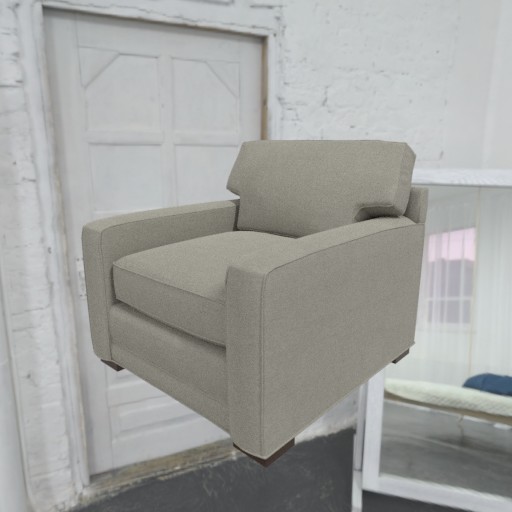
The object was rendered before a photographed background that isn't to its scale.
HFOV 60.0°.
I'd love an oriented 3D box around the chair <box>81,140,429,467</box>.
[{"bbox_3d":[0.000,0.000,1.842,0.999,0.934,1.044,13,20,41],"label":"chair"}]
